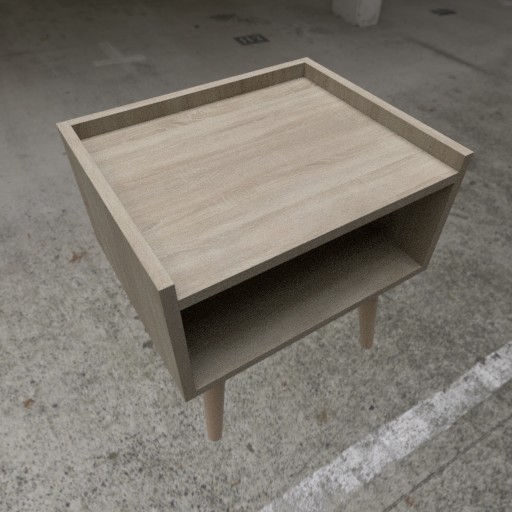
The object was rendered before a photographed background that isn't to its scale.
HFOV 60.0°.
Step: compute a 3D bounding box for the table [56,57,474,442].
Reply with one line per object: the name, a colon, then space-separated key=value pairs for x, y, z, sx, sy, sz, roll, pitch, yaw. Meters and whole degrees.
table: x=0.000 y=0.000 z=0.781 sx=0.450 sy=0.470 sz=0.370 roll=-24 pitch=50 yaw=-22
